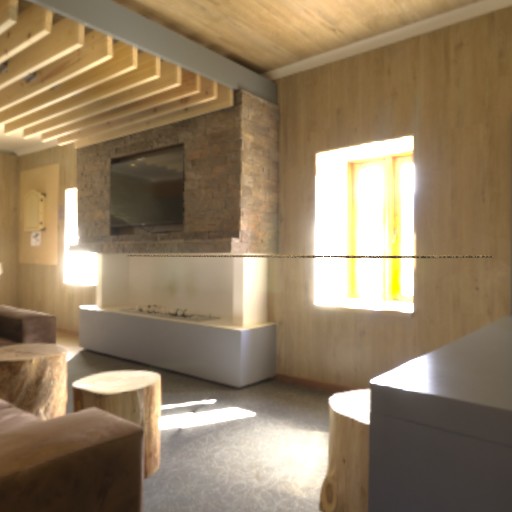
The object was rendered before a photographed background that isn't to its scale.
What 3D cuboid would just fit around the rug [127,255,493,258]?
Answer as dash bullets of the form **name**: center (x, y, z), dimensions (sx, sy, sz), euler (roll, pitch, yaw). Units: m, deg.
- **rug**: center (0.000, 0.000, 2.474), dimensions (0.686, 0.008, 2.286), euler (0, 0, -36)
